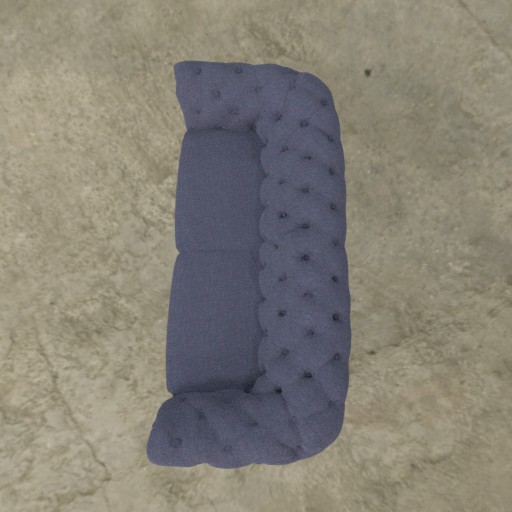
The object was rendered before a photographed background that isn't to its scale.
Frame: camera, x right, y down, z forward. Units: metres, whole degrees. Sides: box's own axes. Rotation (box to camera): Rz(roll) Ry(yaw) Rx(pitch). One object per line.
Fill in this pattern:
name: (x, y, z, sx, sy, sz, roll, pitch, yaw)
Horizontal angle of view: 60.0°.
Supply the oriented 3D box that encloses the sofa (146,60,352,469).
sofa: (0.000, 0.000, 2.772, 1.046, 0.836, 2.335, 1, 75, 0)
